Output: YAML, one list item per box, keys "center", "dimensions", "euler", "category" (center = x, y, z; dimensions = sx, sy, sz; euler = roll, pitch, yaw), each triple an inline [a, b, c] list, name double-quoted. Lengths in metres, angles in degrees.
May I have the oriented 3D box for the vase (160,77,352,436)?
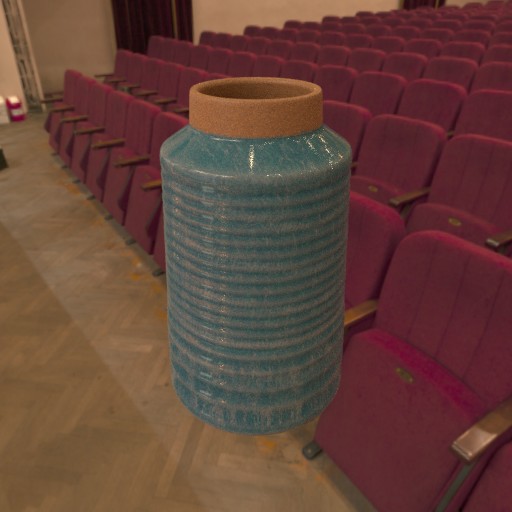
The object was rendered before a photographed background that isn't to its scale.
- center: [0.000, 0.000, 0.370]
  dimensions: [0.163, 0.267, 0.163]
  euler: [0, 30, 0]
  category: "vase"
